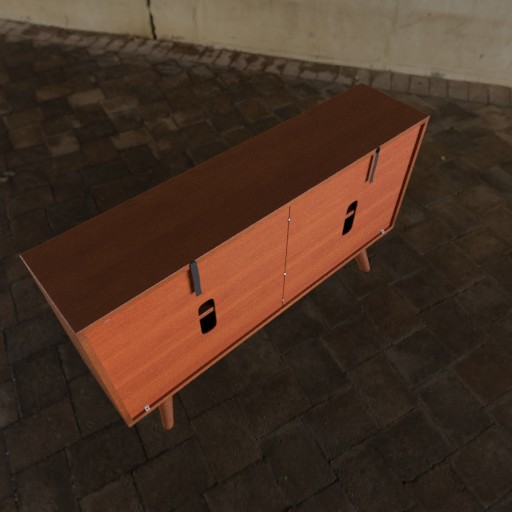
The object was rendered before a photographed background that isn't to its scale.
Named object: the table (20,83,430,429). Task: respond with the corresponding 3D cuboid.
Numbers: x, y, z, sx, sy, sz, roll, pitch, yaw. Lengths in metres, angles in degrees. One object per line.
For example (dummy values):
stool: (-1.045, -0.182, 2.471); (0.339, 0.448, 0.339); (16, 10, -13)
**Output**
table: (0.000, 0.000, 1.484); (1.220, 0.698, 0.308); (-33, 57, -26)
